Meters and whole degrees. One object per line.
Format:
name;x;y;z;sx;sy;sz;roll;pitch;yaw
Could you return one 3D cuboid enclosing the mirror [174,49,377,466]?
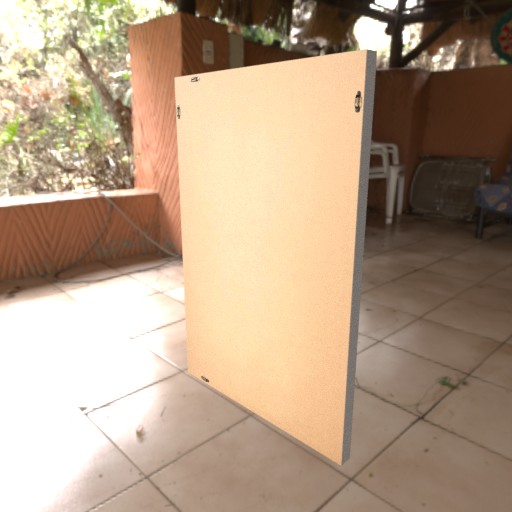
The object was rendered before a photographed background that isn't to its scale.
mirror;0.000;0.000;1.154;0.040;0.915;0.609;-15;21;-43
